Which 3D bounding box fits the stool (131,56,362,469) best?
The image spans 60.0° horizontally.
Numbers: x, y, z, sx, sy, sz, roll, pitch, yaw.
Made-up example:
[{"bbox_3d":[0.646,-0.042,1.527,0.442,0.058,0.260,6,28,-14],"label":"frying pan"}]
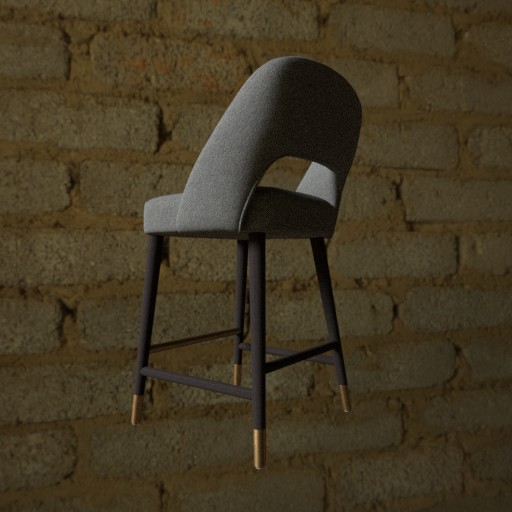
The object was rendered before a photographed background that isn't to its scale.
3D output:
[{"bbox_3d":[0.000,0.000,1.251,0.524,0.925,0.536,0,0,37],"label":"stool"}]
